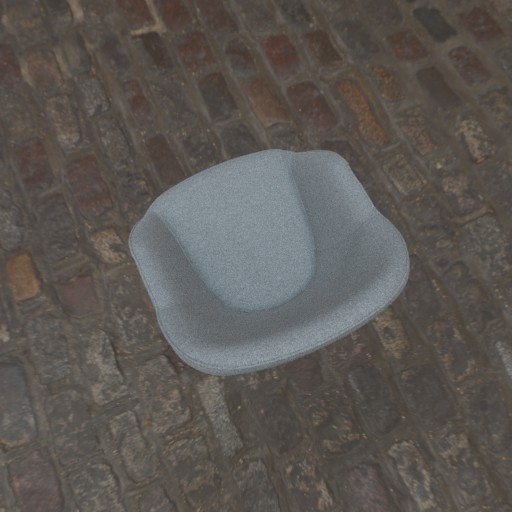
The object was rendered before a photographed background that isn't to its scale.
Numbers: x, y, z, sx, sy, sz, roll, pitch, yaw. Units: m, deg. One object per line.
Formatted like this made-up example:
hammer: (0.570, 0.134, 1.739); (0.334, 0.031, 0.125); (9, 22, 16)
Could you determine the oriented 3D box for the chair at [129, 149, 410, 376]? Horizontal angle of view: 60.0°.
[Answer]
chair: (0.000, 0.000, 1.259); (0.589, 0.810, 0.611); (-24, 76, -6)
